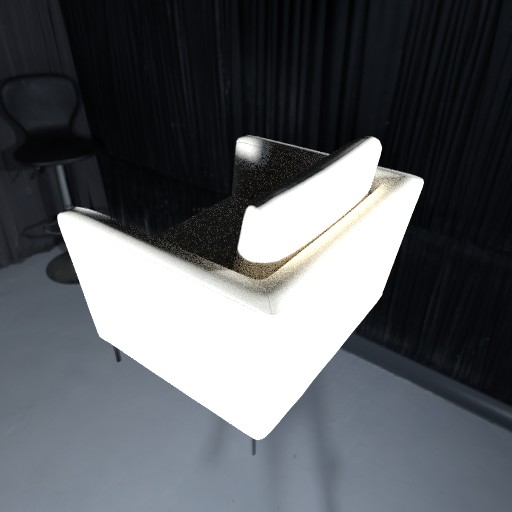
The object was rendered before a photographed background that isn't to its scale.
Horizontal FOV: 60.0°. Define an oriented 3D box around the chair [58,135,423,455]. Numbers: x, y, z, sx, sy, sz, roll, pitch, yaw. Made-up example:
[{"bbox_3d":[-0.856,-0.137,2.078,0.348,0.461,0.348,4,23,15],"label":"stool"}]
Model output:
[{"bbox_3d":[0.000,0.000,1.713,0.889,0.865,1.041,22,39,30],"label":"chair"}]
